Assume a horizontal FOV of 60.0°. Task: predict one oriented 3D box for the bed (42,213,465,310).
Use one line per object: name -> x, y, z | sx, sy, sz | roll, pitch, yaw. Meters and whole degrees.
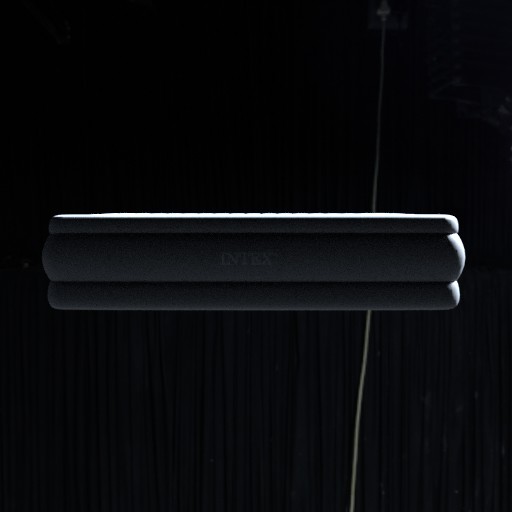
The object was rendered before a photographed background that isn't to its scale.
bed -> 0.000, 0.000, 2.733 | 2.036, 0.460, 1.520 | 0, 2, 0
